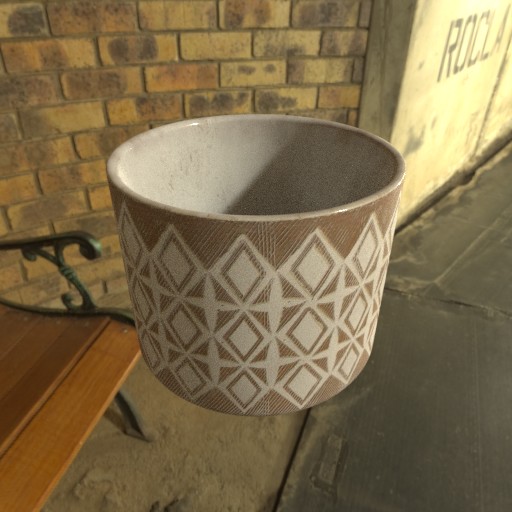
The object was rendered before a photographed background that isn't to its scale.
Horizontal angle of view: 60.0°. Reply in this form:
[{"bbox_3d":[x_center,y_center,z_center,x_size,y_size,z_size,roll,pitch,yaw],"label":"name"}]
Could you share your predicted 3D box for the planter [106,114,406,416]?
[{"bbox_3d":[0.000,0.000,0.339,0.193,0.165,0.193,0,32,0],"label":"planter"}]
